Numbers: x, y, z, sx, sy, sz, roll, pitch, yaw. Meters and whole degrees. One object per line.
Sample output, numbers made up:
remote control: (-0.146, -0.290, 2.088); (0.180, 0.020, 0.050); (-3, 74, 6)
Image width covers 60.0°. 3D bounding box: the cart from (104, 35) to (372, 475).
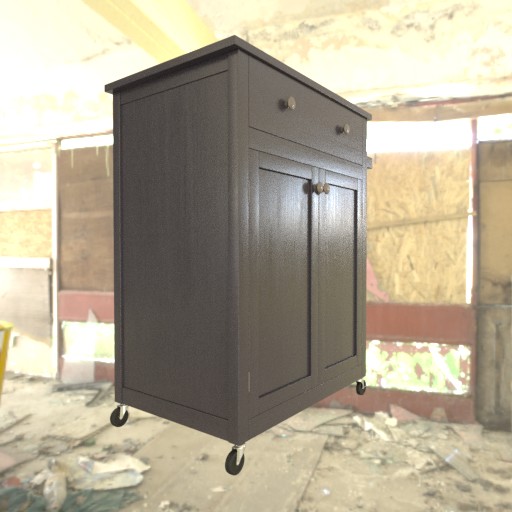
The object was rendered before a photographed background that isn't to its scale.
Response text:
cart: (0.000, 0.000, 1.272); (0.449, 0.878, 0.690); (1, 1, 38)
